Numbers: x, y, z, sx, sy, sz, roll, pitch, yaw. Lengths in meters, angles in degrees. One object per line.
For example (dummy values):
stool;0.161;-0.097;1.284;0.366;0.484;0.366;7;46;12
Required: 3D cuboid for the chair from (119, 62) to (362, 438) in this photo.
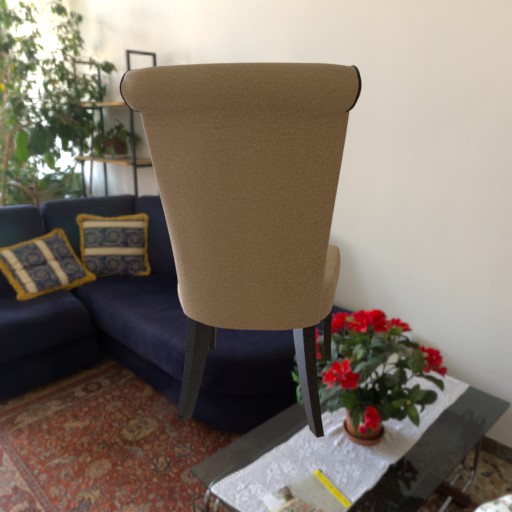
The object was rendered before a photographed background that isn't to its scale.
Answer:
chair;0.000;0.000;1.313;0.522;0.997;0.623;3;18;9
